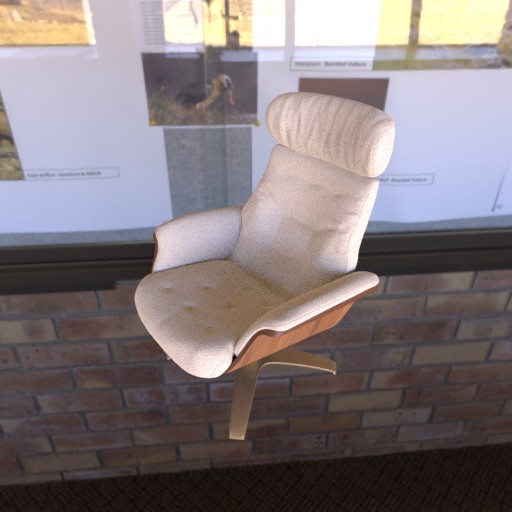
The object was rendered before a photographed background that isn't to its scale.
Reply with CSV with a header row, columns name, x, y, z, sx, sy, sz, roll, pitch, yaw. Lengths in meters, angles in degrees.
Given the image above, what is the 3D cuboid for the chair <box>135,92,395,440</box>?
name,x,y,z,sx,sy,sz,roll,pitch,yaw
chair,0.000,0.000,1.579,0.837,0.995,0.785,-22,38,-31
